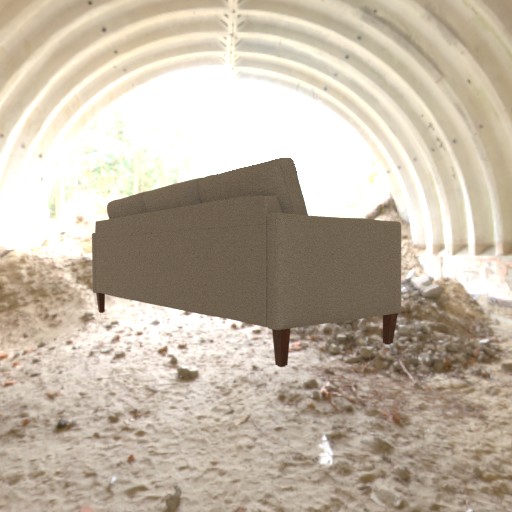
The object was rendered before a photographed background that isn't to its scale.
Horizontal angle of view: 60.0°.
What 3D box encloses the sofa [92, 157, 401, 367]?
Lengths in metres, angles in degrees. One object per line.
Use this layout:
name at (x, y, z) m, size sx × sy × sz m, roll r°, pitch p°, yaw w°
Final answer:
sofa at (0.000, 0.000, 3.011) m, size 1.506 × 0.875 × 2.178 m, roll 0°, pitch 0°, yaw -38°
